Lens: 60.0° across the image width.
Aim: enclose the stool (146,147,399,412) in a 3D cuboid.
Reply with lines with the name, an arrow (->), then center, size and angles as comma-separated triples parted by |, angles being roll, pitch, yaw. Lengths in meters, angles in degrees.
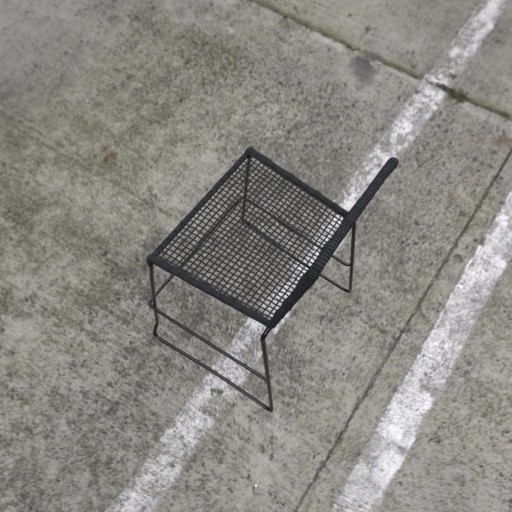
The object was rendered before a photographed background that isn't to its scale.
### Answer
stool -> 0.000, 0.000, 1.260 | 0.509, 0.905, 0.590 | 32, 67, 15
